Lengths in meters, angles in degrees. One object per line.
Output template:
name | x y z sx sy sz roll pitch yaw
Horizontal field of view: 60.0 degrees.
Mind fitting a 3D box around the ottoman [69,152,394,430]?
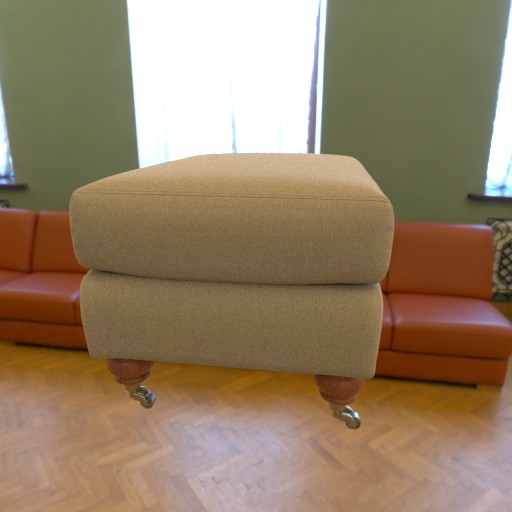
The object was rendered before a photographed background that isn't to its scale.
ottoman | 0.000 0.000 1.128 0.574 0.497 0.773 3 17 9
